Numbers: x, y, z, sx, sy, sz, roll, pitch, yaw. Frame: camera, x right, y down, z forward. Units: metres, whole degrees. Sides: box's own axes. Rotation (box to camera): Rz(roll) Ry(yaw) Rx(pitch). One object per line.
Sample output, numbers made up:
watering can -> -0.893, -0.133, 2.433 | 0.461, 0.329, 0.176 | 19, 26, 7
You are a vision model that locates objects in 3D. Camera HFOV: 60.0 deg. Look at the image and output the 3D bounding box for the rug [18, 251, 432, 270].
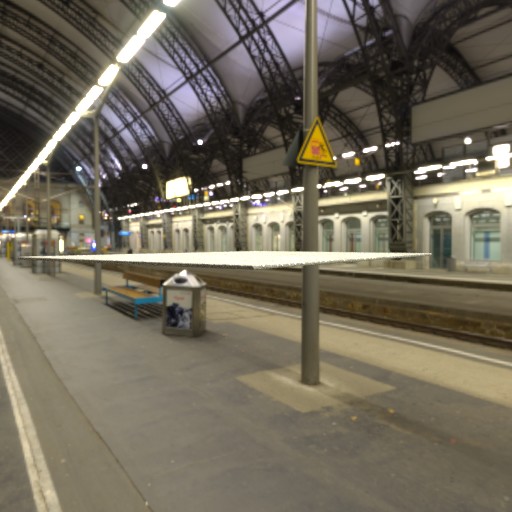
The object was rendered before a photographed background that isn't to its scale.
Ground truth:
rug -> 0.000, 0.000, 2.745 | 1.543, 0.015, 2.144 | 1, 2, 36
